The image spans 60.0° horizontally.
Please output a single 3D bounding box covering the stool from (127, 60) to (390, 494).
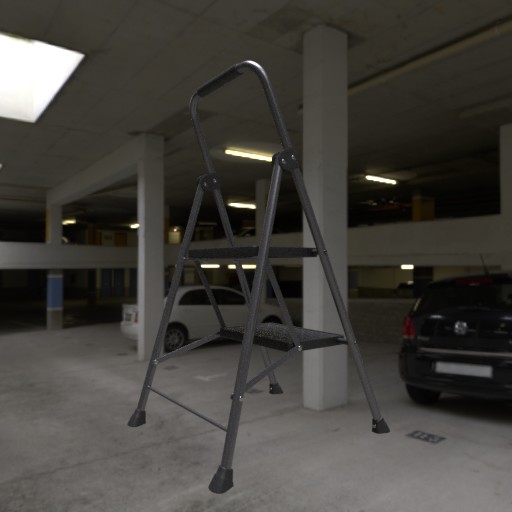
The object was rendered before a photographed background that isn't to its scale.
[{"bbox_3d":[0.000,0.000,1.135,0.514,0.872,0.450,1,-1,-37],"label":"stool"}]
